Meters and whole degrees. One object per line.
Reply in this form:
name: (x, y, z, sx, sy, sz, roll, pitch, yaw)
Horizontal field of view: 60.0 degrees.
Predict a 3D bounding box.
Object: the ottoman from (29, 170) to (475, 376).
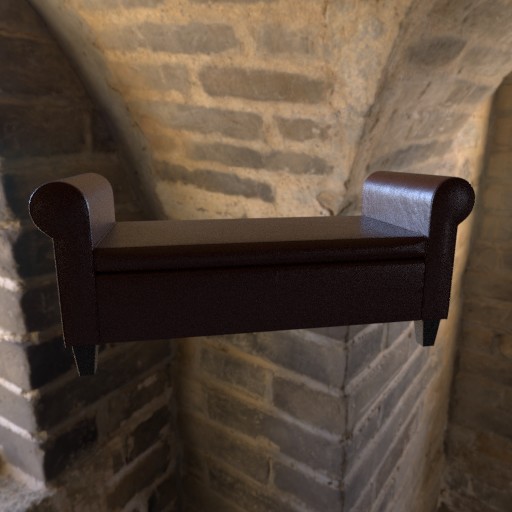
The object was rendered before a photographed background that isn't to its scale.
ottoman: (0.000, 0.000, 1.512, 1.256, 0.547, 0.521, -2, 13, -10)
